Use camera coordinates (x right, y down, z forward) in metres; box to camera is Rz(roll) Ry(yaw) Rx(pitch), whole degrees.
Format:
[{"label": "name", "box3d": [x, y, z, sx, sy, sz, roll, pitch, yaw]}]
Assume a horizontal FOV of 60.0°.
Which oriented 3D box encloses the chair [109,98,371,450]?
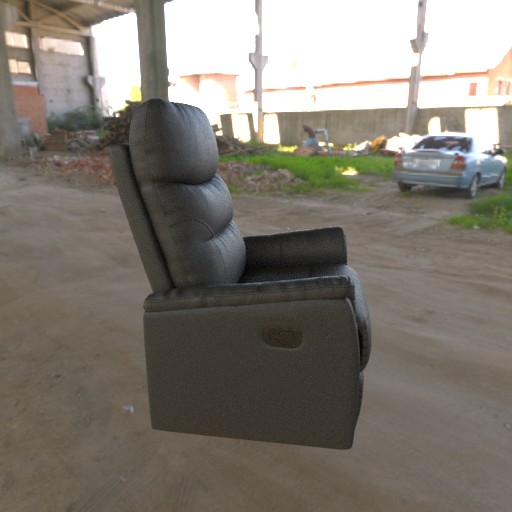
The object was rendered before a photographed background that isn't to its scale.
[{"label": "chair", "box3d": [0.000, 0.000, 1.645, 0.831, 1.082, 0.775, 2, 16, 8]}]
